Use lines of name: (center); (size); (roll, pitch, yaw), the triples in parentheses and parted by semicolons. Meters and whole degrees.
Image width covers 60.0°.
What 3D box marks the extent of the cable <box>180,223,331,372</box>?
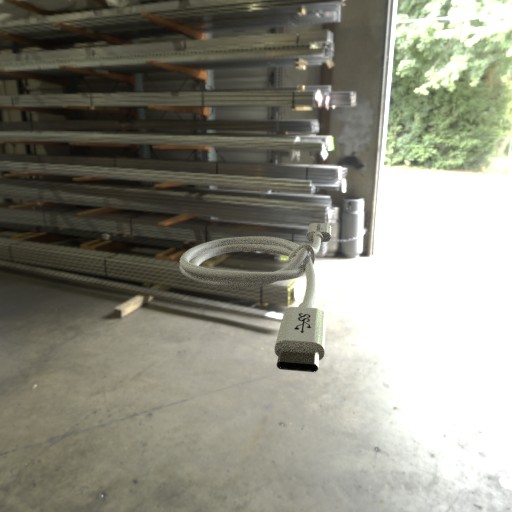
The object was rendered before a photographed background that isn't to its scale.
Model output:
cable: (0.000, 0.000, 0.210); (0.070, 0.014, 0.186); (3, 16, 9)
